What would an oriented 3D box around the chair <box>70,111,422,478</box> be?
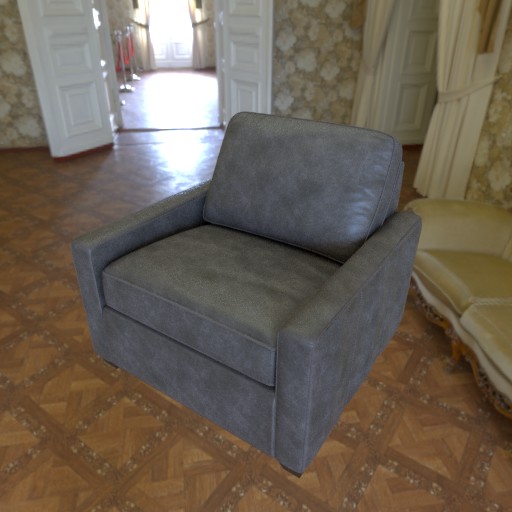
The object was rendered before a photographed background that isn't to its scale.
[{"bbox_3d":[0.000,0.000,1.719,1.006,0.916,0.939,19,34,29],"label":"chair"}]
